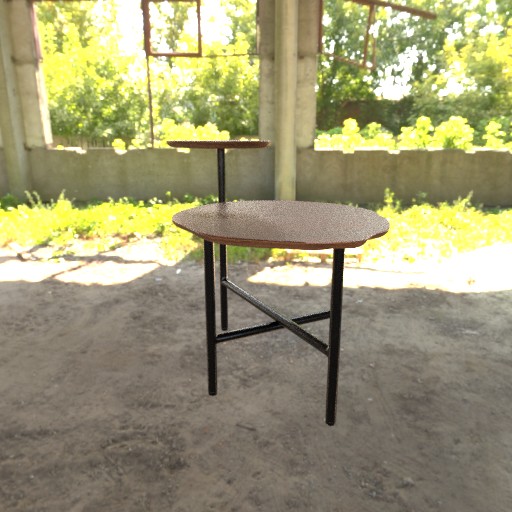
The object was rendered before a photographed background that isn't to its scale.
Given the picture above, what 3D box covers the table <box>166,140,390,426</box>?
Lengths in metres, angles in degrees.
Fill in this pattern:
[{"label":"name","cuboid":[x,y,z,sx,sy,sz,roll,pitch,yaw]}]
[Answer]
[{"label":"table","cuboid":[0.000,0.000,1.074,0.442,0.538,0.759,-8,17,-26]}]
